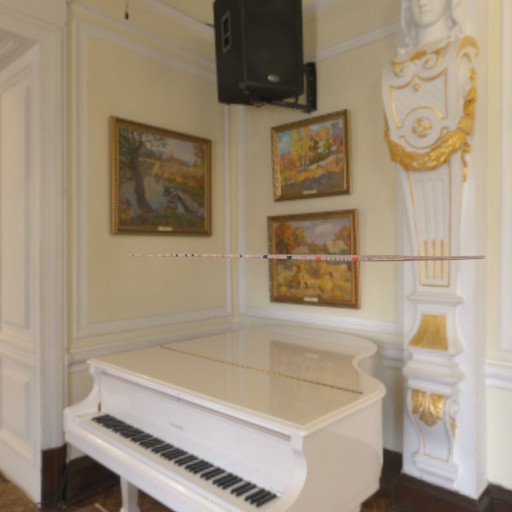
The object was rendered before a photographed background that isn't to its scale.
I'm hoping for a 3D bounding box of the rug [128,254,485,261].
[{"bbox_3d":[0.000,0.000,2.693,0.744,0.022,2.419,0,1,-35],"label":"rug"}]
